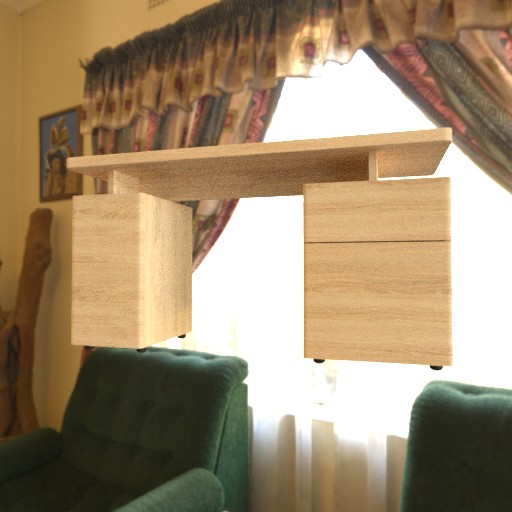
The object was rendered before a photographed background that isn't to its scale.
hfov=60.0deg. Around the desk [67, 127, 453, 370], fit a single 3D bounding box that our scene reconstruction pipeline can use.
[{"bbox_3d":[0.000,0.000,1.787,1.400,0.760,0.550,0,-1,16],"label":"desk"}]
